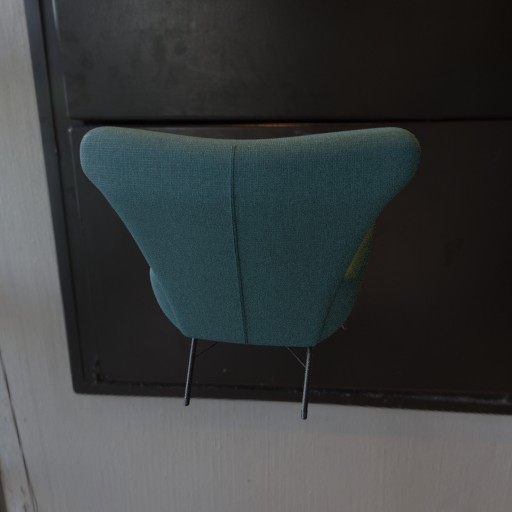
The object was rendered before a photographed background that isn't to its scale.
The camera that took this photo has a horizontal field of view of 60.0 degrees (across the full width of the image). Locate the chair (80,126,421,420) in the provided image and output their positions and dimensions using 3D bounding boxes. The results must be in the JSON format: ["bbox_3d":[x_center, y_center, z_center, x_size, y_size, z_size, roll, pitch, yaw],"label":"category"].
[{"bbox_3d":[0.000,0.000,1.748,1.050,0.980,0.900,3,17,9],"label":"chair"}]
